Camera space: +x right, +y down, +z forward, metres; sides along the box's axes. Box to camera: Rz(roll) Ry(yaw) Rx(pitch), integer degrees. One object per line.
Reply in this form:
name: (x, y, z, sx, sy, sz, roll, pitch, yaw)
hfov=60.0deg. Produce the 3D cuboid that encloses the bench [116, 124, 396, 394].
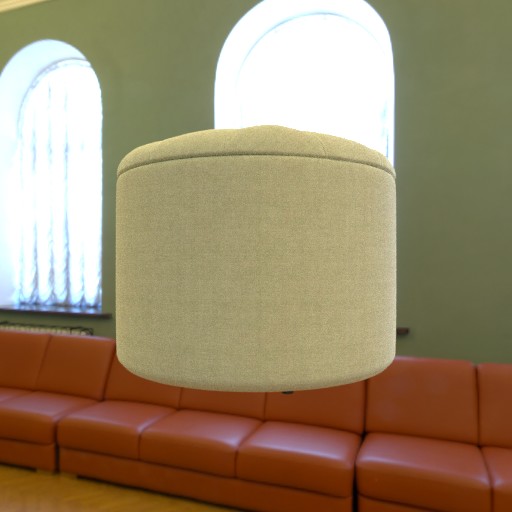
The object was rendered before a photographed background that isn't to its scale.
bench: (0.000, 0.000, 0.995, 0.600, 0.453, 0.600, 0, 0, 0)
